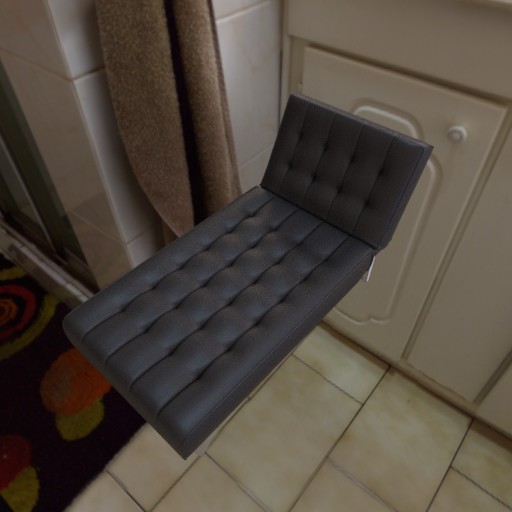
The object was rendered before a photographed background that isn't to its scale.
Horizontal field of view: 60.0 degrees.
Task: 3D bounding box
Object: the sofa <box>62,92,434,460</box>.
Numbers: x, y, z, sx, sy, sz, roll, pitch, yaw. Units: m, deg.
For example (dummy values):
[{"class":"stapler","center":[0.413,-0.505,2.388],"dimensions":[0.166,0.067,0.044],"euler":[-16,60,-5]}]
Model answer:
[{"class":"sofa","center":[0.000,0.000,1.987],"dimensions":[0.760,0.820,1.560],"euler":[33,54,28]}]
